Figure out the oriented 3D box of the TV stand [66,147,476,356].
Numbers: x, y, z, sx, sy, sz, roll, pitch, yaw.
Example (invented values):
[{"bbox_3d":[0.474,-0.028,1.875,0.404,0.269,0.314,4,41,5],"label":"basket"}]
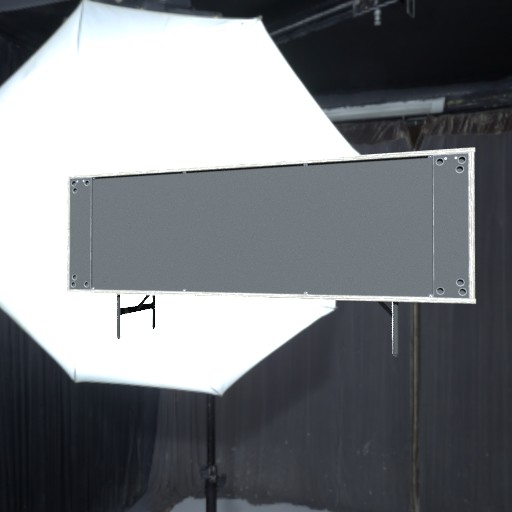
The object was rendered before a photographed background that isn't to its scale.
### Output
[{"bbox_3d":[0.000,0.000,2.079,1.804,0.787,0.405,0,-1,17],"label":"TV stand"}]
